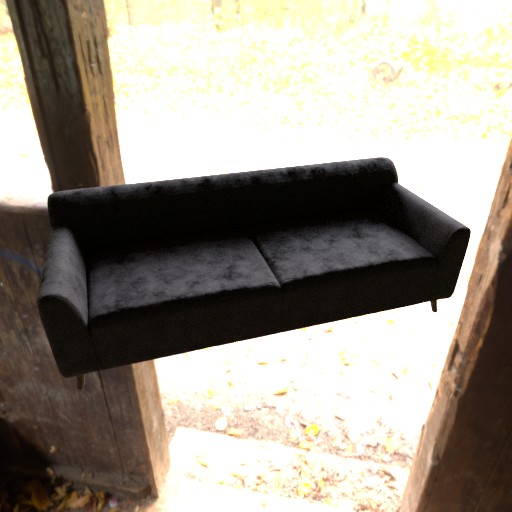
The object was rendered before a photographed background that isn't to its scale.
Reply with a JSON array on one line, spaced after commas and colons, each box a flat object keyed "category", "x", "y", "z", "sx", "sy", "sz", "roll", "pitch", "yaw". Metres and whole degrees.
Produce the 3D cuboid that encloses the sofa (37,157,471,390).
[{"category": "sofa", "x": 0.000, "y": 0.000, "z": 2.585, "sx": 2.190, "sy": 0.740, "sz": 0.900, "roll": -9, "pitch": 32, "yaw": -15}]
